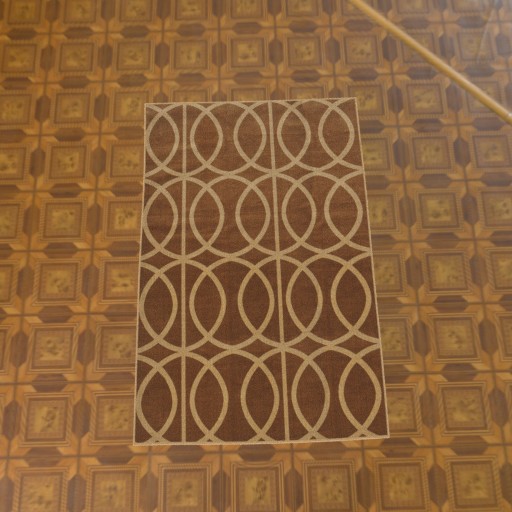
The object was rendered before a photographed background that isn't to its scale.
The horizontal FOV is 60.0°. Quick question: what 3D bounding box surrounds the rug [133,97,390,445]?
[{"bbox_3d":[0.000,0.000,2.898,1.528,0.014,2.294,-2,76,0],"label":"rug"}]
